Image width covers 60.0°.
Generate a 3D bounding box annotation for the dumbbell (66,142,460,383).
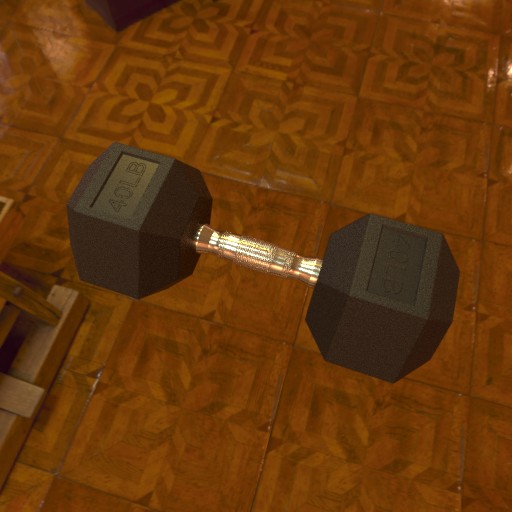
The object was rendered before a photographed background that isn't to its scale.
[{"bbox_3d":[0.000,0.000,0.440,0.361,0.137,0.157,17,66,8],"label":"dumbbell"}]
